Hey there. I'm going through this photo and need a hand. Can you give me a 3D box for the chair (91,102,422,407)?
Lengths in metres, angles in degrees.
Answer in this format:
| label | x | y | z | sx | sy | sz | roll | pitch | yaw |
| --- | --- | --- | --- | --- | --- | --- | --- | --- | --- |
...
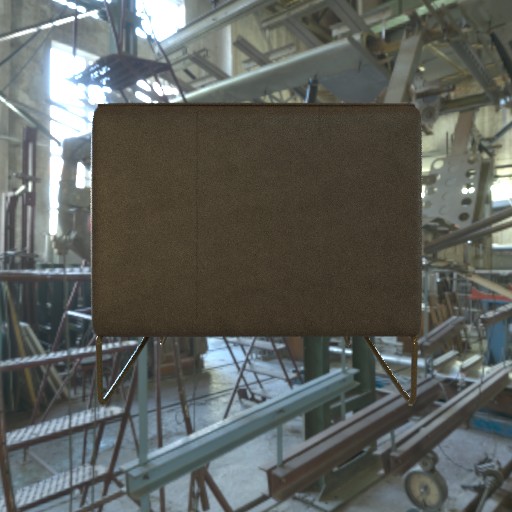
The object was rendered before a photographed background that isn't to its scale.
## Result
| label | x | y | z | sx | sy | sz | roll | pitch | yaw |
| --- | --- | --- | --- | --- | --- | --- | --- | --- | --- |
| chair | 0.000 | 0.000 | 1.572 | 0.880 | 0.790 | 0.894 | 0 | -1 | 0 |
